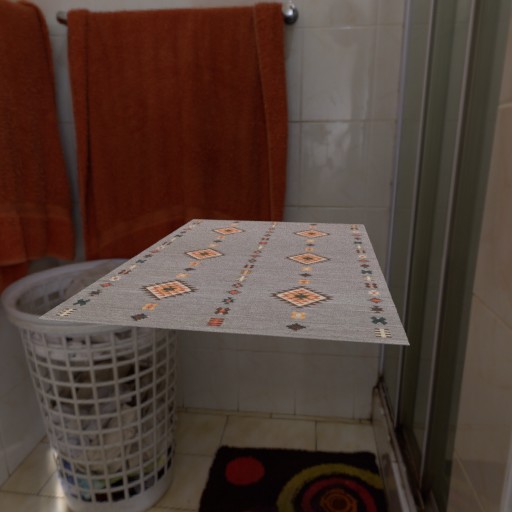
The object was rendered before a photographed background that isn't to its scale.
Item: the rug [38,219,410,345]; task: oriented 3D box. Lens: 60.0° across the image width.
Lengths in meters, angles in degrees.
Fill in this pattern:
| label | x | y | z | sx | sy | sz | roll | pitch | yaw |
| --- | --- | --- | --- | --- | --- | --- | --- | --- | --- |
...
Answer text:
| label | x | y | z | sx | sy | sz | roll | pitch | yaw |
| --- | --- | --- | --- | --- | --- | --- | --- | --- | --- |
| rug | 0.000 | 0.000 | 2.279 | 1.217 | 0.005 | 1.818 | 2 | 16 | 9 |
